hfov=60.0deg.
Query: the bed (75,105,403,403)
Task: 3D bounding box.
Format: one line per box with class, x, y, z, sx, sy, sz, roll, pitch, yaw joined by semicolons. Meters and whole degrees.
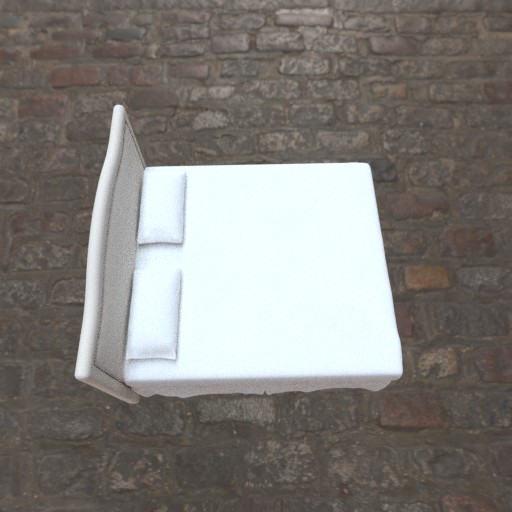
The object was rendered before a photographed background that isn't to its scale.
bed;0.000;0.000;3.558;2.182;1.421;2.083;-1;65;-1
